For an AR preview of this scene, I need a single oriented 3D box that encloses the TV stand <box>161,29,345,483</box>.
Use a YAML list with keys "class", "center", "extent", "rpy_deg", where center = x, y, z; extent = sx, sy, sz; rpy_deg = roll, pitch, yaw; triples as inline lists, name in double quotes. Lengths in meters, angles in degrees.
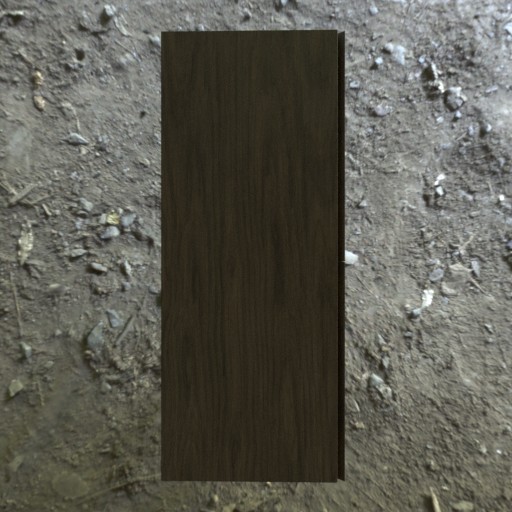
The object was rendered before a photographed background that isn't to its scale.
- class: "TV stand"
  center: [0.000, 0.000, 1.301]
  extent: [0.405, 0.660, 0.990]
  rpy_deg: [0, 90, 1]
